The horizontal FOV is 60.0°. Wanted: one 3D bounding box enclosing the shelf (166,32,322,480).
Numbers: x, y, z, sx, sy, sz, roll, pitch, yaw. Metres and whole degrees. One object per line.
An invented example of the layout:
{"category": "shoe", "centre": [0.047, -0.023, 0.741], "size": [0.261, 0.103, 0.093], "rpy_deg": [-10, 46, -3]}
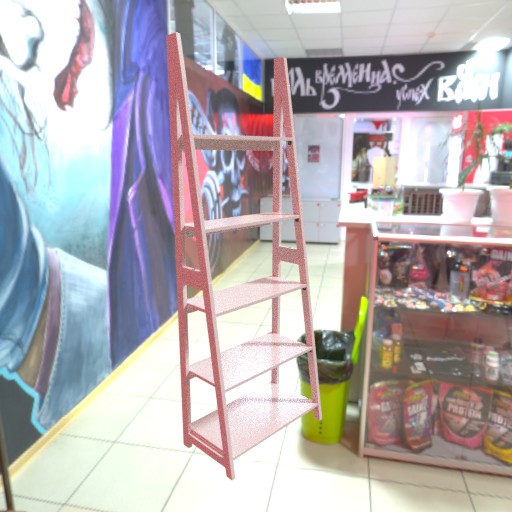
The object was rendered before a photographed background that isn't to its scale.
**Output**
{"category": "shelf", "centre": [0.000, 0.000, 1.997], "size": [0.341, 1.779, 0.636], "rpy_deg": [13, 18, 43]}
